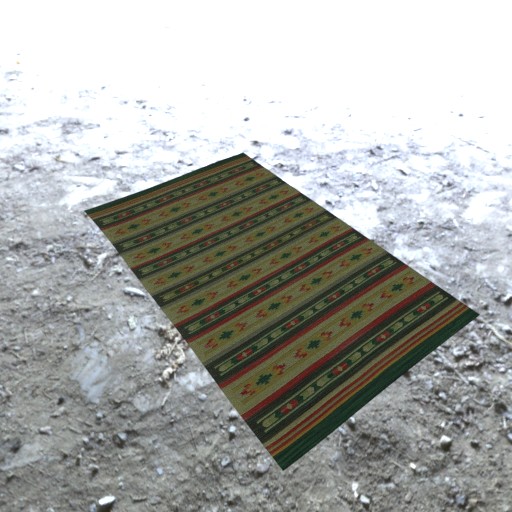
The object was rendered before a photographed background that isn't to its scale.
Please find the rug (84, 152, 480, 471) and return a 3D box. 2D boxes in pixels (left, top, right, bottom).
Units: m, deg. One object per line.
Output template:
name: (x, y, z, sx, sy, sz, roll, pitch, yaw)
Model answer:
rug: (0.000, 0.000, 3.043, 1.520, 0.011, 2.447, -26, 48, -26)
